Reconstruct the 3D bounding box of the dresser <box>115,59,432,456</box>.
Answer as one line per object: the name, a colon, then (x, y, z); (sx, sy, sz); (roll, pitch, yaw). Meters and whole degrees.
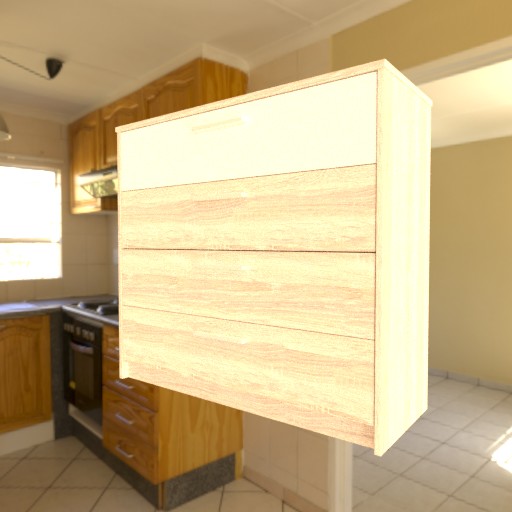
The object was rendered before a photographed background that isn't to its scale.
dresser: (0.000, 0.000, 1.429); (0.980, 0.900, 0.380); (1, 2, 37)
